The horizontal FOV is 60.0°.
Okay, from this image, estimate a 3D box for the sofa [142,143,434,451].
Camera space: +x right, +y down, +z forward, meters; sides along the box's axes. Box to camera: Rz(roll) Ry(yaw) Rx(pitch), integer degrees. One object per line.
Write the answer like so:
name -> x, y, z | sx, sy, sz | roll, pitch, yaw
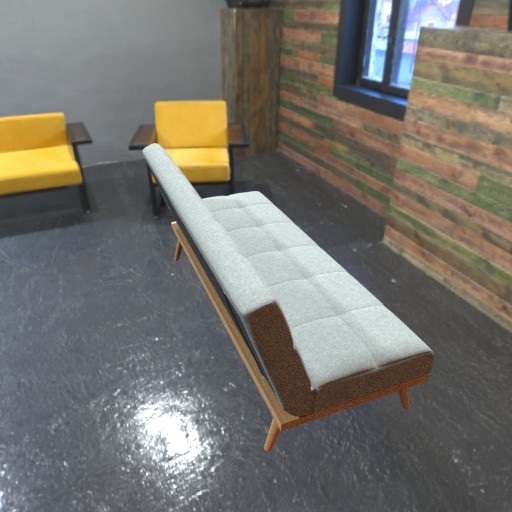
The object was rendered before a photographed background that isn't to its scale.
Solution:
sofa -> 0.000, 0.000, 2.303 | 0.800, 0.800, 1.820 | -11, 32, -19
